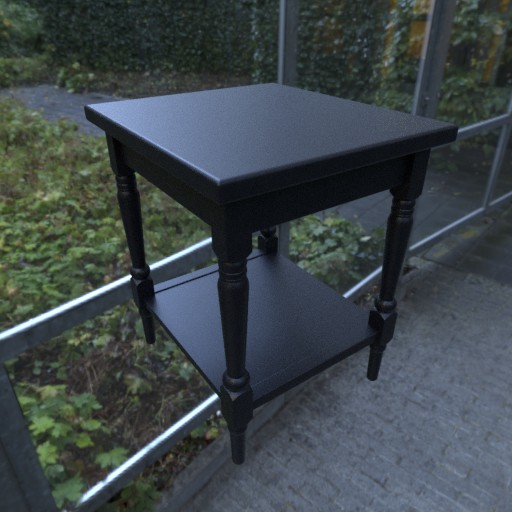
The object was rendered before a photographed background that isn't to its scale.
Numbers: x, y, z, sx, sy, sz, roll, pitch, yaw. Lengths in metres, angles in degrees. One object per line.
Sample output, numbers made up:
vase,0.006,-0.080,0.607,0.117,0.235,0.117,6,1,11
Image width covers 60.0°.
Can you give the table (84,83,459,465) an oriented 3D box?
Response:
table,0.000,0.000,0.902,0.442,0.565,0.488,-19,36,-30
